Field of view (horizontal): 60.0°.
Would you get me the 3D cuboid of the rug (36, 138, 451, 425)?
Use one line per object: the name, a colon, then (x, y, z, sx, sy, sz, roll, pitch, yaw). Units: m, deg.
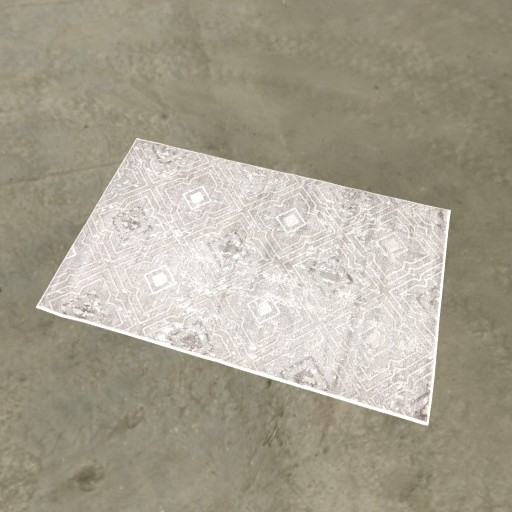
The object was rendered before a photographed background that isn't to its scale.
rug: (0.000, 0.000, 2.983, 2.447, 0.036, 1.537, 15, 61, 8)
